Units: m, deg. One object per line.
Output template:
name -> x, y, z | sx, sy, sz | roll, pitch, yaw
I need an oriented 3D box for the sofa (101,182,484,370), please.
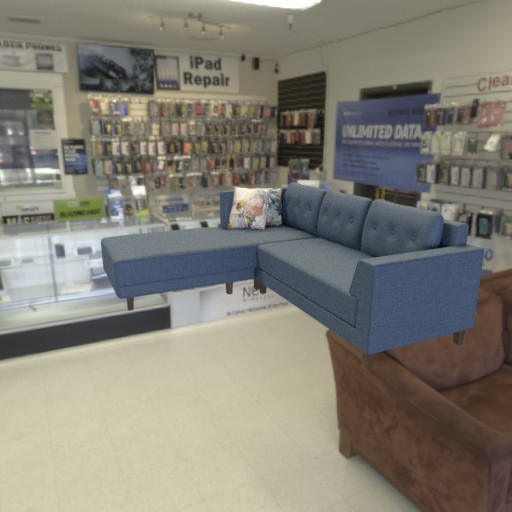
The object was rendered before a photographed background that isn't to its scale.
sofa -> 0.000, 0.000, 3.077 | 1.829, 0.787, 2.120 | -7, 17, -24
